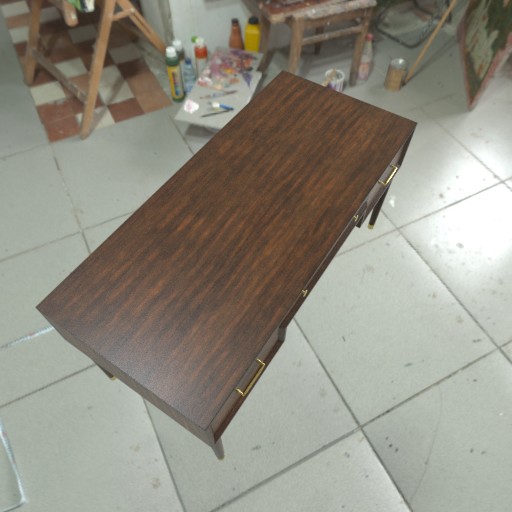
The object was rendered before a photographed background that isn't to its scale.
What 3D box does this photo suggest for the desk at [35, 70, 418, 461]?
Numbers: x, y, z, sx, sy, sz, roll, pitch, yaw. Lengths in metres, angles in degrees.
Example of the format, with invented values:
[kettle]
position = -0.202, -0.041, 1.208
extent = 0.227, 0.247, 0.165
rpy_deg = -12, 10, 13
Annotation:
[desk]
position = 0.000, 0.000, 2.048
extent = 0.724, 0.762, 1.575
rpy_deg = 29, 61, 18
